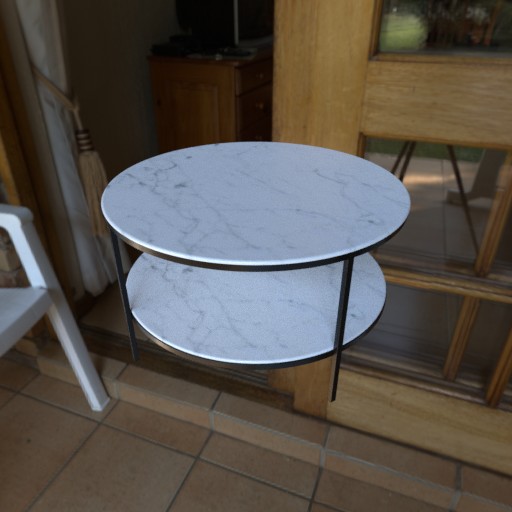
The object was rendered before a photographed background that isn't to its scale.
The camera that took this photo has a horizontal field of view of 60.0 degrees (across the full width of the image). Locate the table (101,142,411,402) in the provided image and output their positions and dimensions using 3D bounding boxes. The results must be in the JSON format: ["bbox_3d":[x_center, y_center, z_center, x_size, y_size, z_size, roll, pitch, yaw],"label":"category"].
[{"bbox_3d":[0.000,0.000,1.310,0.800,0.450,0.800,0,31,0],"label":"table"}]
